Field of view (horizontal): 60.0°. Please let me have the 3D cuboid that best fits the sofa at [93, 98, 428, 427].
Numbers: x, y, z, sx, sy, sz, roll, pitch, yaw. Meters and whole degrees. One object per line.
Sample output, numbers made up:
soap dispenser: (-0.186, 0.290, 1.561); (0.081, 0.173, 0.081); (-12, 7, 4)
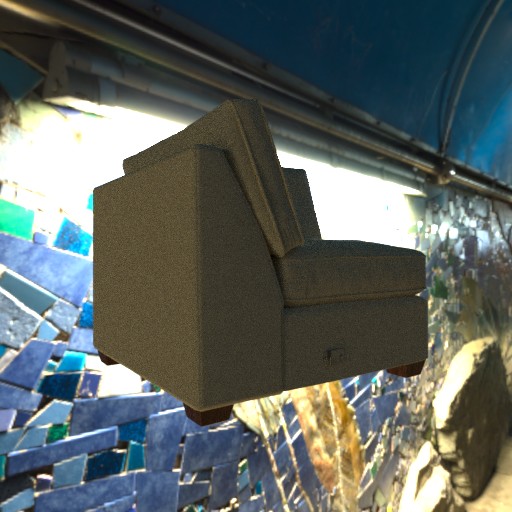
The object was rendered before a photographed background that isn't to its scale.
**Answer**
sofa: (0.000, 0.000, 1.982); (1.146, 1.002, 1.084); (0, 1, -35)
